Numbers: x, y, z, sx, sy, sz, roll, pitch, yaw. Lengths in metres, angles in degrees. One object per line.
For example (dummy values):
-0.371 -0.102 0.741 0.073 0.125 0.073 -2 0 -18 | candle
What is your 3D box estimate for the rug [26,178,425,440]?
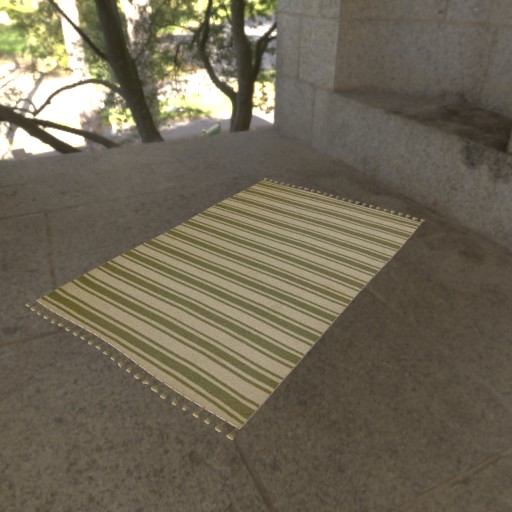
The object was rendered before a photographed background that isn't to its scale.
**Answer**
0.000 0.000 2.301 1.162 0.013 1.875 21 37 30 | rug
